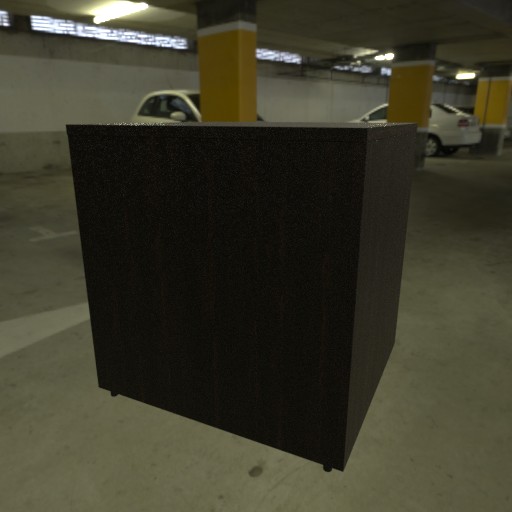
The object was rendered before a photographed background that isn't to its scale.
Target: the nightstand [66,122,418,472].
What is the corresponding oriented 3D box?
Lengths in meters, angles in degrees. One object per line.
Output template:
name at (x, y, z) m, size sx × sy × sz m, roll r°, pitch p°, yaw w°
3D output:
nightstand at (0.000, 0.000, 0.803) m, size 0.461 × 0.460 × 0.400 m, roll 8°, pitch 19°, yaw 25°
